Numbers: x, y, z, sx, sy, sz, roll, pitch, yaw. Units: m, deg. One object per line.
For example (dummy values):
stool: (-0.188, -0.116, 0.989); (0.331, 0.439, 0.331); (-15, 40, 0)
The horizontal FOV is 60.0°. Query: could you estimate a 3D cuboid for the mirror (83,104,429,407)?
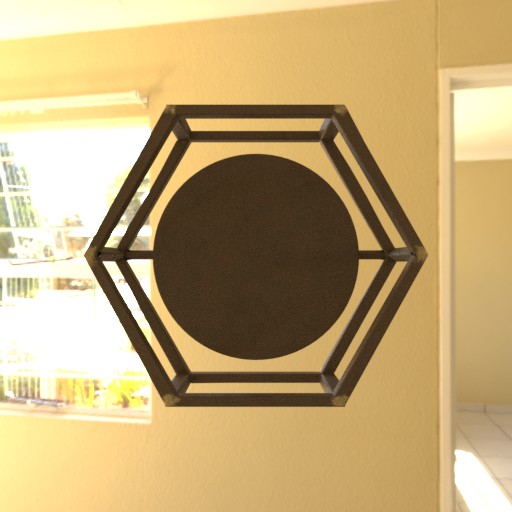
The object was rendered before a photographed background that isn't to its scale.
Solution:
mirror: (0.000, 0.000, 0.547); (0.380, 0.334, 0.119); (0, -1, 0)
